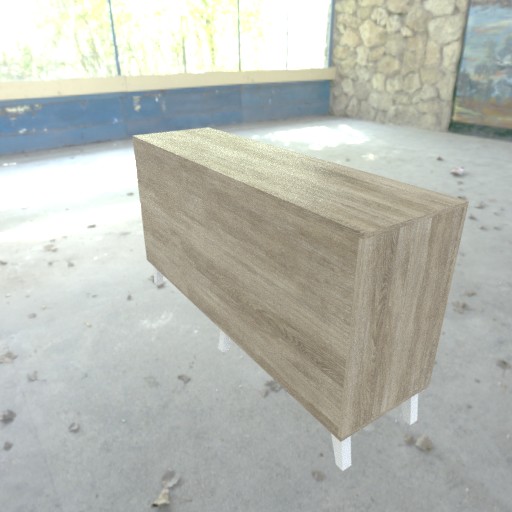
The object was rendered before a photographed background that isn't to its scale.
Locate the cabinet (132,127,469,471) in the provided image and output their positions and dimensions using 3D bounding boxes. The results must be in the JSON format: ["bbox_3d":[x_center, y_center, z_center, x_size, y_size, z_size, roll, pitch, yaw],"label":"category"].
[{"bbox_3d":[0.000,0.000,1.995,0.450,0.870,1.600,-16,30,-31],"label":"cabinet"}]
